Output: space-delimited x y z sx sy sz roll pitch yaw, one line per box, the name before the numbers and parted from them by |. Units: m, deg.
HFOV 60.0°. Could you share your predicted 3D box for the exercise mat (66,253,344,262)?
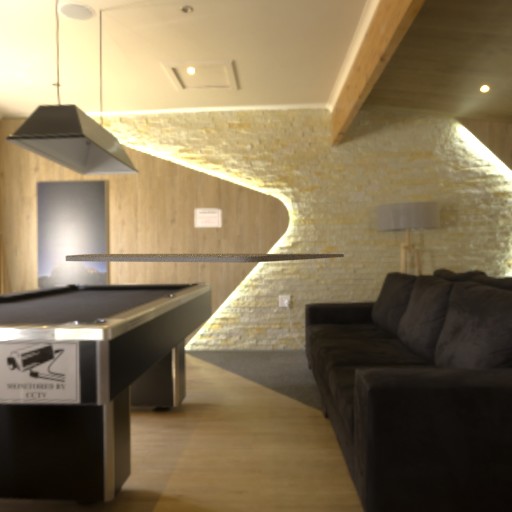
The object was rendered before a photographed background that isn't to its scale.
exercise mat | 0.000 0.000 2.096 0.616 0.021 1.884 0 0 18
